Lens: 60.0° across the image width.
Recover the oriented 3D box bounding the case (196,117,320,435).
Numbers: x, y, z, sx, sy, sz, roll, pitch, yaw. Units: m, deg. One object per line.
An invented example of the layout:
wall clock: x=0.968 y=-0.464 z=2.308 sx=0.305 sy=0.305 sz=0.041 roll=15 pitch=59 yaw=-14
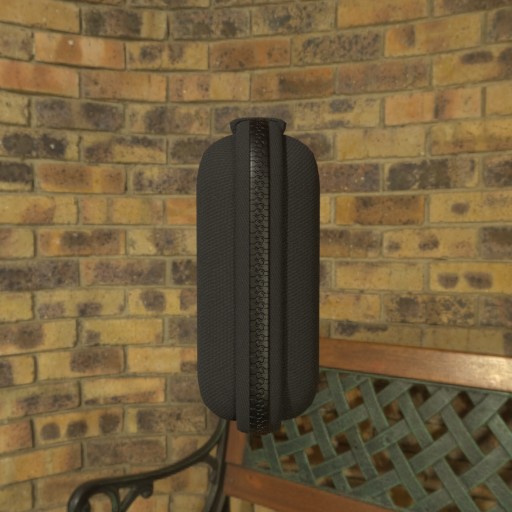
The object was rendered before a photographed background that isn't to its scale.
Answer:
case: x=0.000 y=0.000 z=0.183 sx=0.038 sy=0.105 sz=0.132 roll=0 pitch=2 yaw=-1
